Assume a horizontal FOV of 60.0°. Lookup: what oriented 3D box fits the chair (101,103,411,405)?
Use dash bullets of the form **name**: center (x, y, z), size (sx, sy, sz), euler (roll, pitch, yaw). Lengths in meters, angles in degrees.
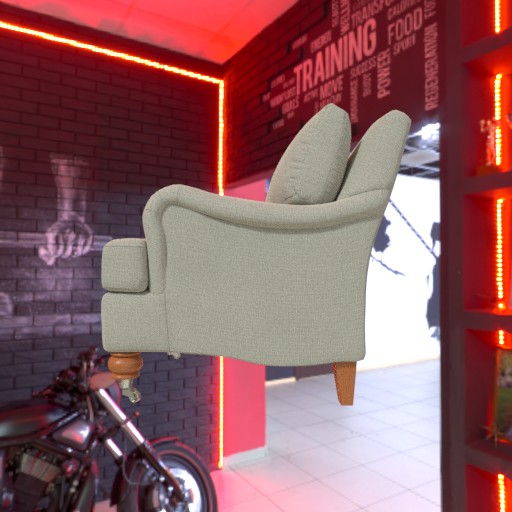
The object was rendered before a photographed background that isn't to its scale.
- **chair**: center (0.000, 0.000, 1.915), size (1.070, 1.038, 0.955), euler (0, -2, 1)
